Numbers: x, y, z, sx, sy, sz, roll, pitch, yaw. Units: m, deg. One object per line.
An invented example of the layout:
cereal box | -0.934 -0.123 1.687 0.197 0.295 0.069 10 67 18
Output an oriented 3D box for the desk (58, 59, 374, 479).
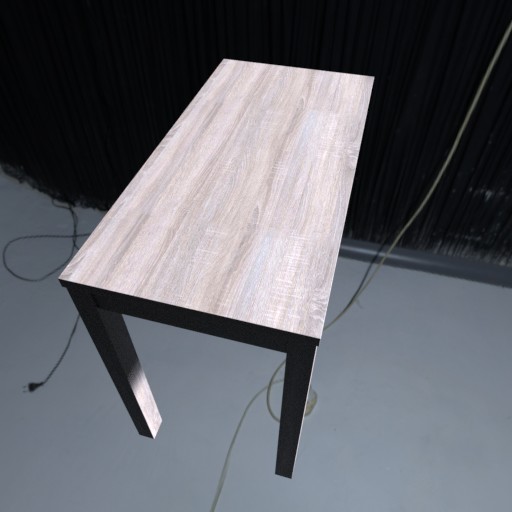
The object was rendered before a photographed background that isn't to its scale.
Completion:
desk | 0.000 0.000 1.386 0.495 0.762 0.991 11 48 10
